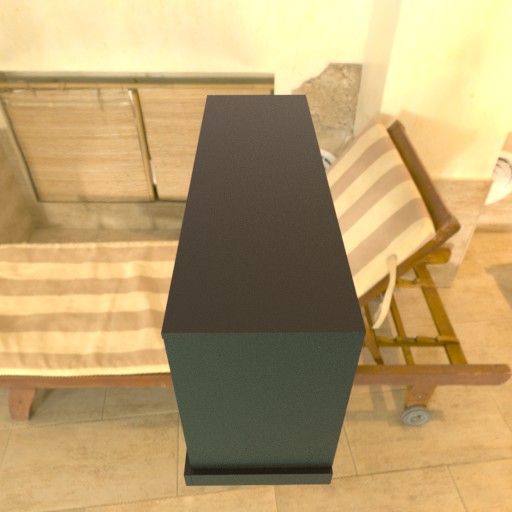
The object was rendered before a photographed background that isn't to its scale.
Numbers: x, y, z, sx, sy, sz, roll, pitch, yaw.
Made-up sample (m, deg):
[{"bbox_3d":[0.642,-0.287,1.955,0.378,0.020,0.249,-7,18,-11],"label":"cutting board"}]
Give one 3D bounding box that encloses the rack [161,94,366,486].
[{"bbox_3d":[0.000,0.000,1.476,0.399,0.635,1.206,0,41,0],"label":"rack"}]
